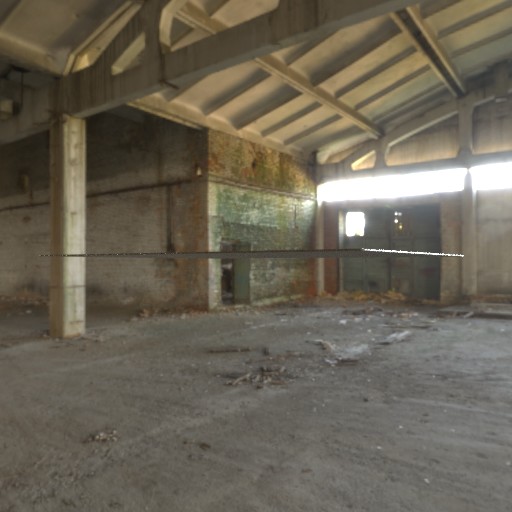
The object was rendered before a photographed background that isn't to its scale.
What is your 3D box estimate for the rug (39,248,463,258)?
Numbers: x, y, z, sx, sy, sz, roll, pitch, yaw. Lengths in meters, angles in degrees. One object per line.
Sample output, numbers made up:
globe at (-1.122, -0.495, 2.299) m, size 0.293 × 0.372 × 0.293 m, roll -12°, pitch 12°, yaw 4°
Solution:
rug at (0.000, 0.000, 4.069) m, size 3.057 × 0.013 × 2.434 m, roll -1°, pitch -1°, yaw 36°
